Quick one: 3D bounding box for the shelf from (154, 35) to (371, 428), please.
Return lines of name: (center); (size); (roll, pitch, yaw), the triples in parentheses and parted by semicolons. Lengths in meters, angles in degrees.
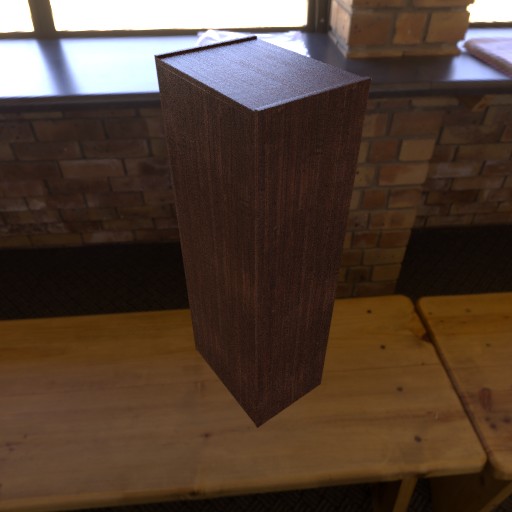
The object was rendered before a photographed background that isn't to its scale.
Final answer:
shelf: (0.000, 0.000, 1.330); (0.290, 1.099, 0.415); (-25, 47, -27)
